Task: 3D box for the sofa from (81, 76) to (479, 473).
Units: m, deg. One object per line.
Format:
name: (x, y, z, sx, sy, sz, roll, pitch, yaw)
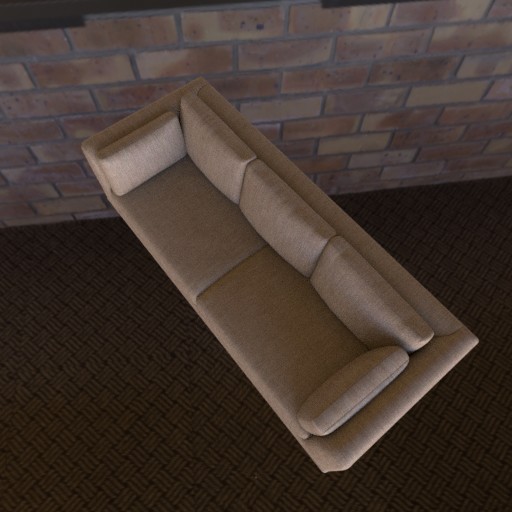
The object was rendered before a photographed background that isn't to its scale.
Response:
sofa: (0.000, 0.000, 2.802, 0.969, 0.867, 2.415, -36, 69, -16)
